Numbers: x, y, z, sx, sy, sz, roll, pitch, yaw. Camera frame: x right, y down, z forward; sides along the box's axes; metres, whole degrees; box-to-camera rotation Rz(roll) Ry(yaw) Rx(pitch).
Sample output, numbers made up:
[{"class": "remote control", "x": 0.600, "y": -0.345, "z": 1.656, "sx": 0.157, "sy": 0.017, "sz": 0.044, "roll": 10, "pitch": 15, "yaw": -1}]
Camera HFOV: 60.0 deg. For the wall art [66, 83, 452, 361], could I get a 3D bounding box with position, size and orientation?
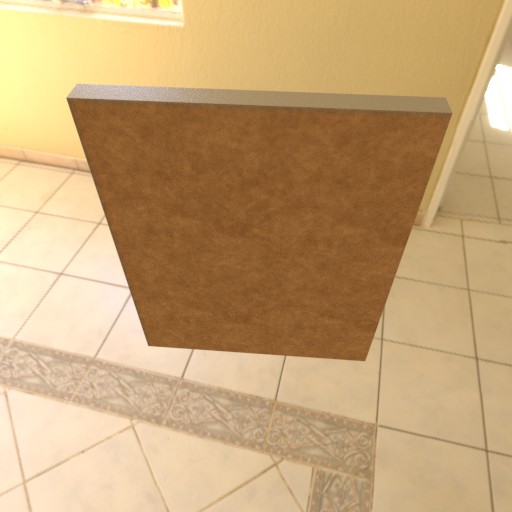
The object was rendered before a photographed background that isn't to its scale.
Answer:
[{"class": "wall art", "x": 0.000, "y": 0.000, "z": 0.732, "sx": 0.453, "sy": 0.554, "sz": 0.037, "roll": 3, "pitch": 47, "yaw": 3}]
